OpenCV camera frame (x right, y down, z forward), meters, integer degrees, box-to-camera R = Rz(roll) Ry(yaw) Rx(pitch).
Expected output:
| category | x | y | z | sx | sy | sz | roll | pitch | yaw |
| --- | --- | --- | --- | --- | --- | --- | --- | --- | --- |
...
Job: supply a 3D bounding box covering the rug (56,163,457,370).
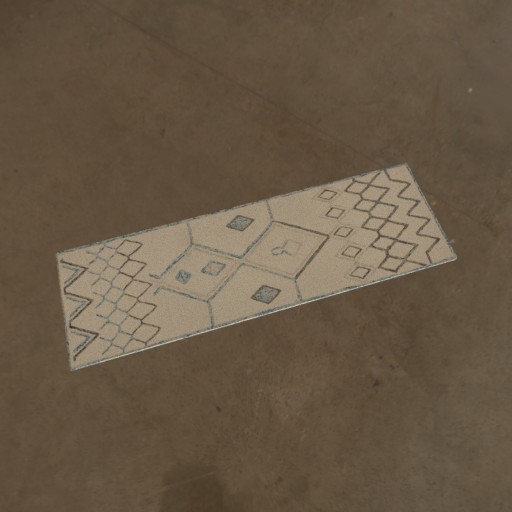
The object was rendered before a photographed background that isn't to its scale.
| category | x | y | z | sx | sy | sz | roll | pitch | yaw |
| --- | --- | --- | --- | --- | --- | --- | --- | --- | --- |
| rug | 0.000 | 0.000 | 2.815 | 2.434 | 0.013 | 0.770 | -15 | 66 | -7 |
